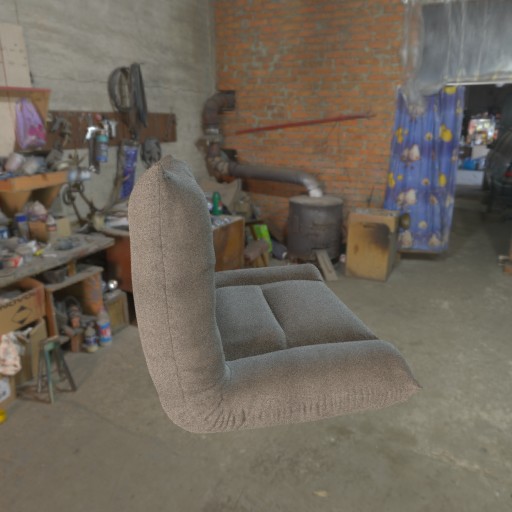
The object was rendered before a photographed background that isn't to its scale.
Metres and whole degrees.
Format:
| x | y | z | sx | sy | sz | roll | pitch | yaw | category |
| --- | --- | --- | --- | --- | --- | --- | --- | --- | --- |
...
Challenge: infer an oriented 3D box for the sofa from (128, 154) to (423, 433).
| x | y | z | sx | sy | sz | roll | pitch | yaw | category |
| --- | --- | --- | --- | --- | --- | --- | --- | --- | --- |
| 0.000 | 0.000 | 1.706 | 0.847 | 0.795 | 1.144 | -3 | 16 | -10 | sofa |
